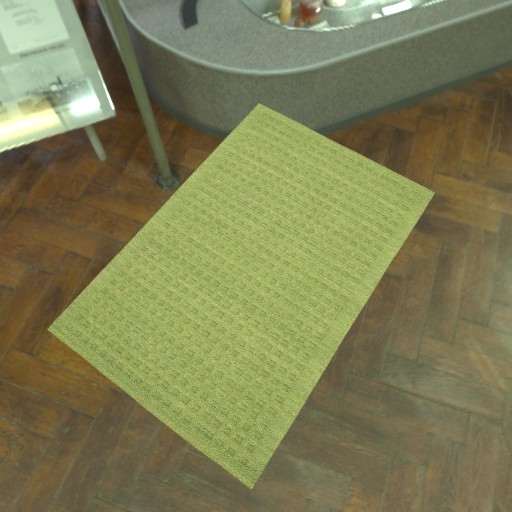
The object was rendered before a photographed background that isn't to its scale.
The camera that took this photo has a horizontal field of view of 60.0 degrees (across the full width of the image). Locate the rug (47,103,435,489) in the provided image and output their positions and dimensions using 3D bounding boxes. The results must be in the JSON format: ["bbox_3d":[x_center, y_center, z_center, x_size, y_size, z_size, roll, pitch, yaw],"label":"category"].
[{"bbox_3d":[0.000,0.000,2.939,1.529,0.007,2.297,32,67,15],"label":"rug"}]
